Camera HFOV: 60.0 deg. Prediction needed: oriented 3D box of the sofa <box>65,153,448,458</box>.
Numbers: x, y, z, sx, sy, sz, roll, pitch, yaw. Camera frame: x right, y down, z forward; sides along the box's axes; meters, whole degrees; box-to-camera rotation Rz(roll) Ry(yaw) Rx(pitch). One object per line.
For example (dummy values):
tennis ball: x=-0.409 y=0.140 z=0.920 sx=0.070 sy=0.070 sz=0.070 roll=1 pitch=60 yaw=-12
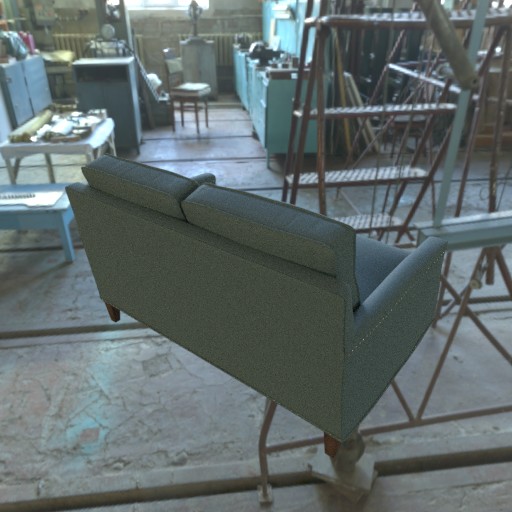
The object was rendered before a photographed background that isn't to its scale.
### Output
sofa: x=0.000 y=0.000 z=2.245 sx=1.597 sy=1.003 sz=1.084 roll=21 pitch=36 yaw=32
